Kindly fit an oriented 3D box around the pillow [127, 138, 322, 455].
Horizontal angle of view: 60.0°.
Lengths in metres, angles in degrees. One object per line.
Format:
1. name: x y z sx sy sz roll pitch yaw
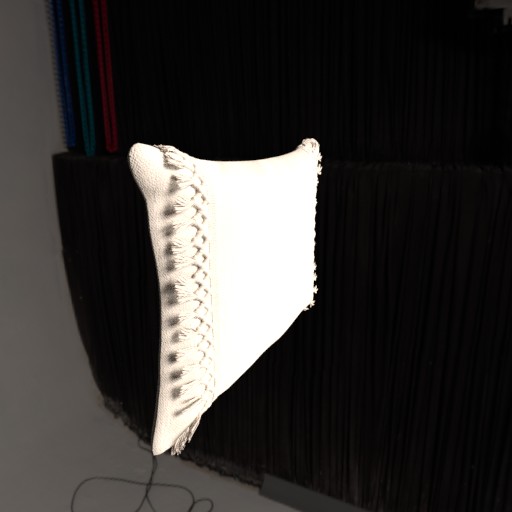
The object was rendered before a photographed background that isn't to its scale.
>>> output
1. pillow: 0.000 0.000 0.597 0.084 0.305 0.466 7 17 25
